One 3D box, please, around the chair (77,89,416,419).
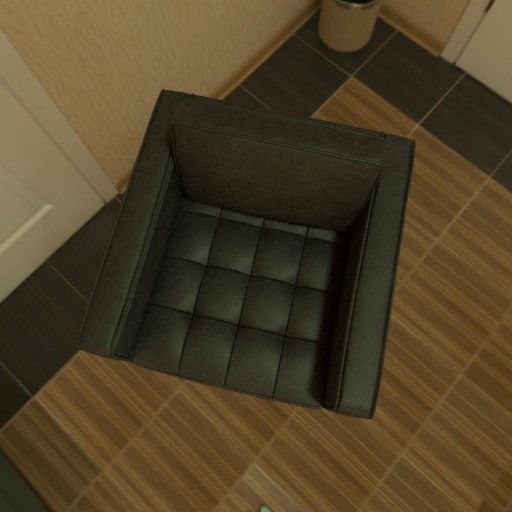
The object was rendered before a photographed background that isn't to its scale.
[{"bbox_3d":[0.000,0.000,1.545,0.889,0.763,0.914,13,75,3],"label":"chair"}]
